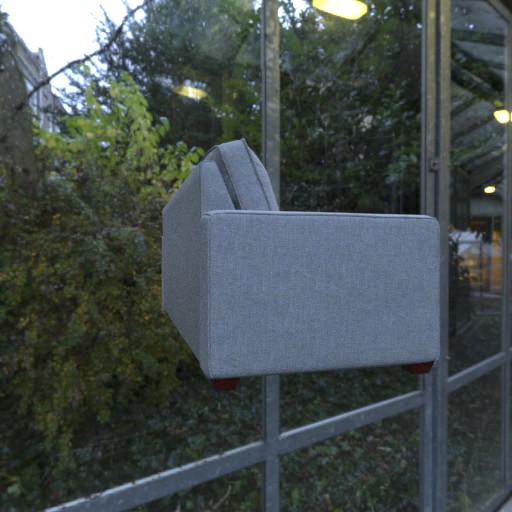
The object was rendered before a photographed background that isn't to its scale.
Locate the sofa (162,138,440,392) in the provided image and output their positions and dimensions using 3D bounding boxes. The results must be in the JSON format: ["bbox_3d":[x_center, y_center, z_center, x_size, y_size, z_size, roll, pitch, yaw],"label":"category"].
[{"bbox_3d":[0.000,0.000,2.580,0.945,0.918,2.078,0,0,-16],"label":"sofa"}]
